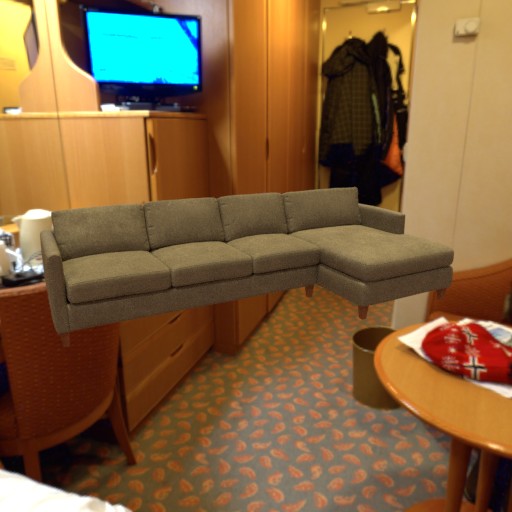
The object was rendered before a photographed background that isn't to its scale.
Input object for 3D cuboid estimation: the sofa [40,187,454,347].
[{"bbox_3d":[0.000,0.000,4.046,3.471,0.950,1.604,-8,18,-27],"label":"sofa"}]
